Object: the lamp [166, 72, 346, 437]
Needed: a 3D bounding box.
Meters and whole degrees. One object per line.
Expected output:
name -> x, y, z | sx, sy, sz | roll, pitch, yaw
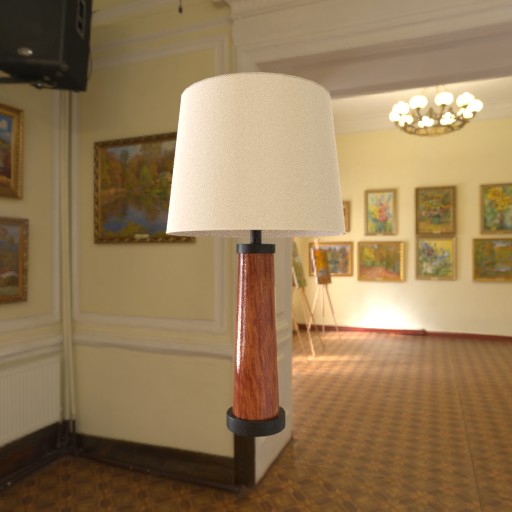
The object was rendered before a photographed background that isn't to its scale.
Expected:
lamp -> 0.000, 0.000, 0.873 | 0.349, 0.667, 0.349 | 0, 0, 0
